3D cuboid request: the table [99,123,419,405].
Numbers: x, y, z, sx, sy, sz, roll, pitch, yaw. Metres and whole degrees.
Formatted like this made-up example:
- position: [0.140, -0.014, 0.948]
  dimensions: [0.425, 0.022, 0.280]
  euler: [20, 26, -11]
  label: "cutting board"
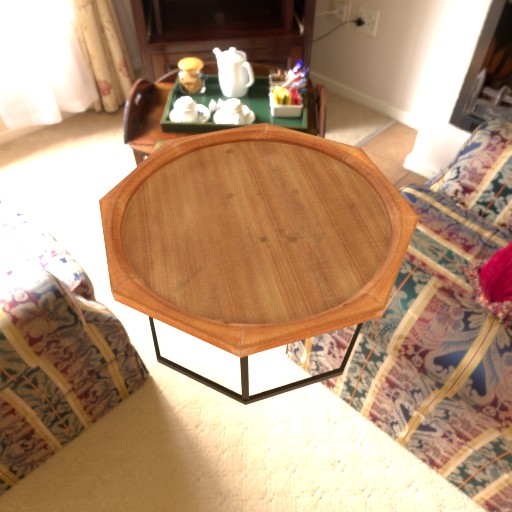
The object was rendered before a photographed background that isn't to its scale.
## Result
- position: [0.000, 0.000, 1.541]
  dimensions: [1.002, 0.444, 1.002]
  euler: [0, 47, 0]
  label: "table"
